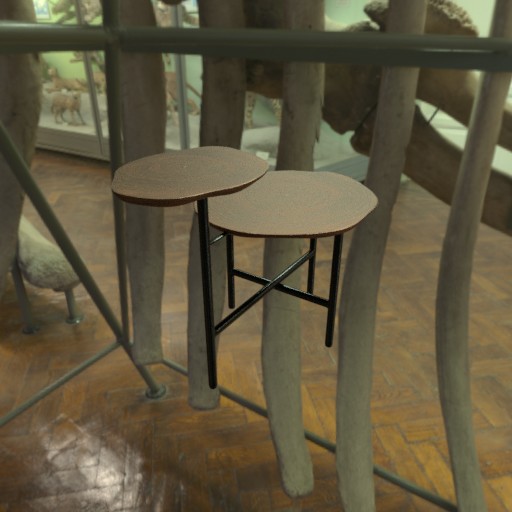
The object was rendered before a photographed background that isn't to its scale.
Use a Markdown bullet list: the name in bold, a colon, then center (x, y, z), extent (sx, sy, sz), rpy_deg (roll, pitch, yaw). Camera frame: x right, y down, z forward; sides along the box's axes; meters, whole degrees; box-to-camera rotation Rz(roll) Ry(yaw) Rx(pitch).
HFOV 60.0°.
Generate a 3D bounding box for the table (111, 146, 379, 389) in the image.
- **table**: center (0.000, 0.000, 1.077), extent (0.442, 0.538, 0.759), rpy_deg (18, 32, 30)
